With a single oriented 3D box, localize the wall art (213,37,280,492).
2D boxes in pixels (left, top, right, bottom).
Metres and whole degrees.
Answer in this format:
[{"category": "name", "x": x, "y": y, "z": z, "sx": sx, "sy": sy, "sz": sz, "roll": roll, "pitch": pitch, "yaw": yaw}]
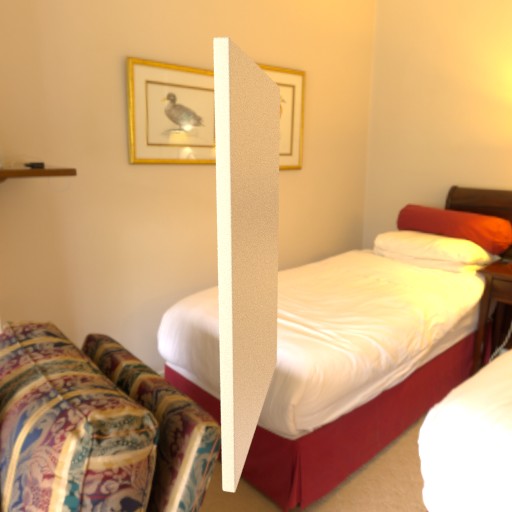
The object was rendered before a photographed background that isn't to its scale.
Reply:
[{"category": "wall art", "x": 0.000, "y": 0.000, "z": 1.501, "sx": 0.038, "sy": 1.183, "sz": 0.808, "roll": 3, "pitch": 14, "yaw": 11}]
